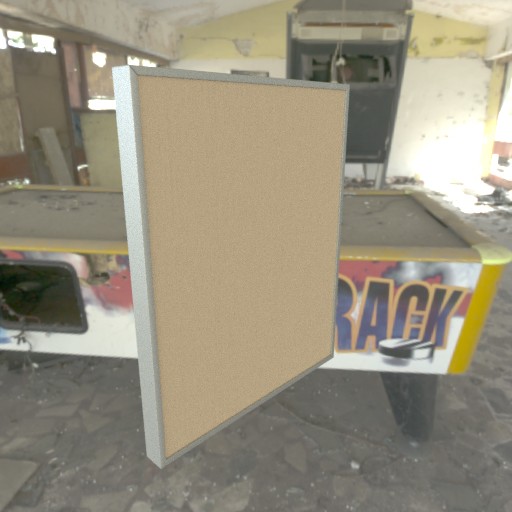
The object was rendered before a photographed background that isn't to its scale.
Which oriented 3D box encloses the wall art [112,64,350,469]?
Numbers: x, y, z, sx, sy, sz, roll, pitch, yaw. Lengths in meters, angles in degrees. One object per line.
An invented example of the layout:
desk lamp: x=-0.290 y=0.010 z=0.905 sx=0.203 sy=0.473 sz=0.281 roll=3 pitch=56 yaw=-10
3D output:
wall art: x=0.000 y=0.000 z=0.739 sx=0.039 sy=0.553 sz=0.445 roll=16 pitch=24 yaw=42
